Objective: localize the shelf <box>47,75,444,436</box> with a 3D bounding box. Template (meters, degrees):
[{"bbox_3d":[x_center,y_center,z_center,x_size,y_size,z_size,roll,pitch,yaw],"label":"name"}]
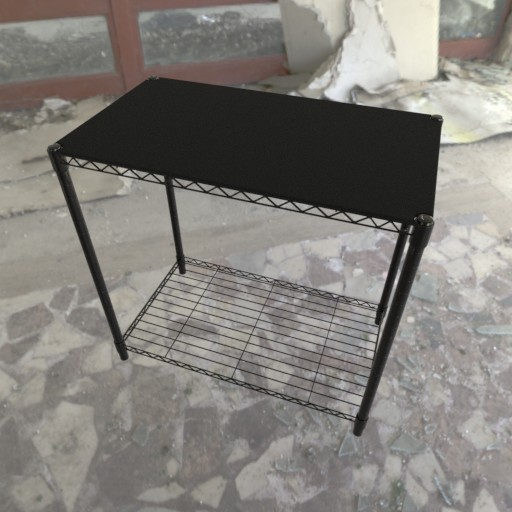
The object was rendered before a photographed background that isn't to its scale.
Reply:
[{"bbox_3d":[0.000,0.000,0.926,0.589,0.564,0.338,13,44,14],"label":"shelf"}]
